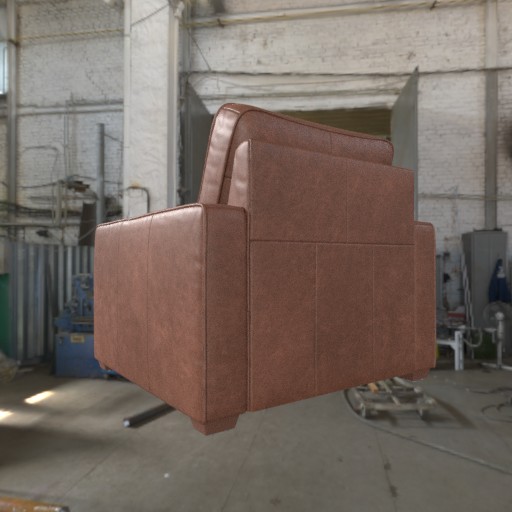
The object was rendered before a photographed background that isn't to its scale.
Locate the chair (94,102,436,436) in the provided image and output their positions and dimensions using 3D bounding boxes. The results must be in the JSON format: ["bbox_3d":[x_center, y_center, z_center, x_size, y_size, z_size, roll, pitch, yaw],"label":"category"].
[{"bbox_3d":[0.000,0.000,1.735,1.017,0.919,0.940,0,-1,-36],"label":"chair"}]
